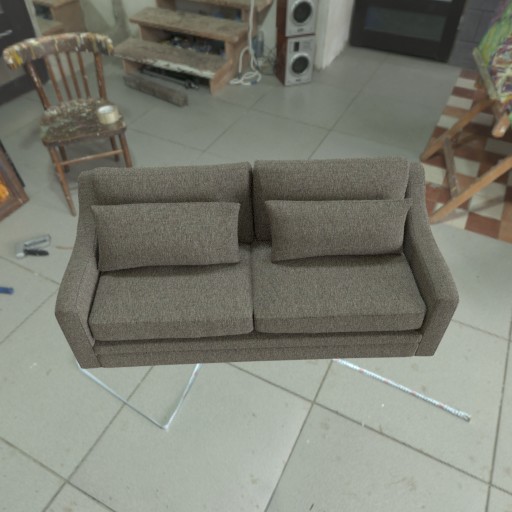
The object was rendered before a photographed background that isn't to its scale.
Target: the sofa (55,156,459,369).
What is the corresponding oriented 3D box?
[{"bbox_3d":[0.000,0.000,2.980,2.418,0.998,1.103,-2,46,-2],"label":"sofa"}]
